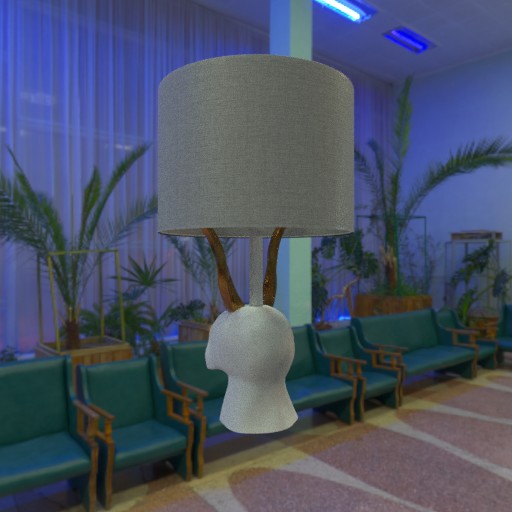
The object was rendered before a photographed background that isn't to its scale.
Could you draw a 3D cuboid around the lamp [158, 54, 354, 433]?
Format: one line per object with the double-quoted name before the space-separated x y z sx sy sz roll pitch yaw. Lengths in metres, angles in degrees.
"lamp" 0.000 0.000 0.689 0.298 0.503 0.298 0 0 -36
